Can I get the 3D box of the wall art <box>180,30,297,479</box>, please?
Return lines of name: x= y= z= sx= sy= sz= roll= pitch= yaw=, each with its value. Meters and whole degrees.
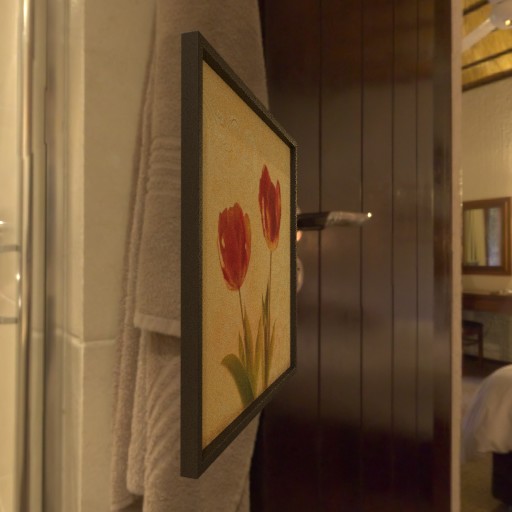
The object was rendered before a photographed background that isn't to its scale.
wall art: x=0.000 y=0.000 z=1.183 sx=0.043 sy=0.807 sz=0.805 roll=0 pitch=-1 yaw=18
